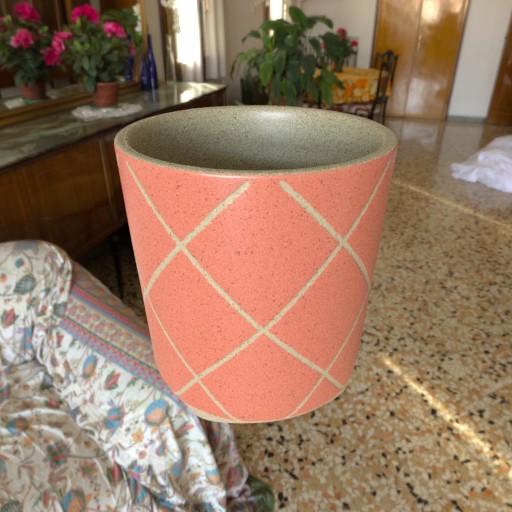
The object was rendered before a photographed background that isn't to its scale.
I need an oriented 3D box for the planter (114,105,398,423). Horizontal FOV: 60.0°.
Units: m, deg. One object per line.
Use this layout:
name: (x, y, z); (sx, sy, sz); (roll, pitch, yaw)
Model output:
planter: (0.000, 0.000, 0.356); (0.191, 0.200, 0.191); (0, 29, 0)
